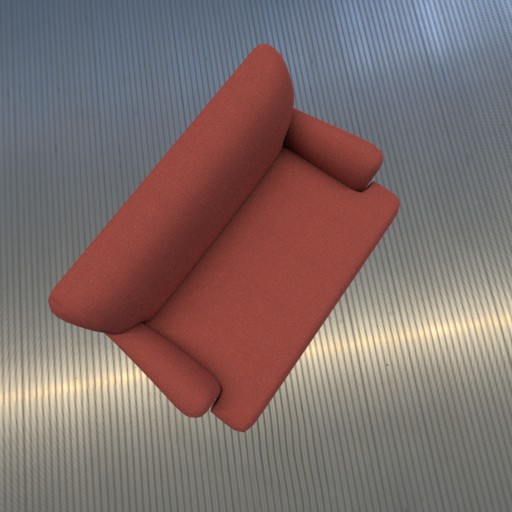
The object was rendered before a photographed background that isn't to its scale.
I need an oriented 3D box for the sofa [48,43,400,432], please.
[{"bbox_3d":[0.000,0.000,1.837,0.779,0.889,1.297,35,79,8],"label":"sofa"}]
